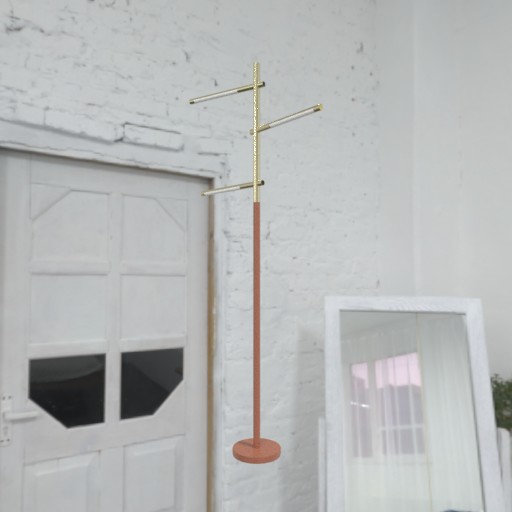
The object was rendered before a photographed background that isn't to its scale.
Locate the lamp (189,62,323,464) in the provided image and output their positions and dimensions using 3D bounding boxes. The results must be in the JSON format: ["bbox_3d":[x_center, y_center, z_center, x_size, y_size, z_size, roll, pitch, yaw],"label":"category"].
[{"bbox_3d":[0.000,0.000,1.940,0.737,1.704,0.209,-1,-2,36],"label":"lamp"}]
